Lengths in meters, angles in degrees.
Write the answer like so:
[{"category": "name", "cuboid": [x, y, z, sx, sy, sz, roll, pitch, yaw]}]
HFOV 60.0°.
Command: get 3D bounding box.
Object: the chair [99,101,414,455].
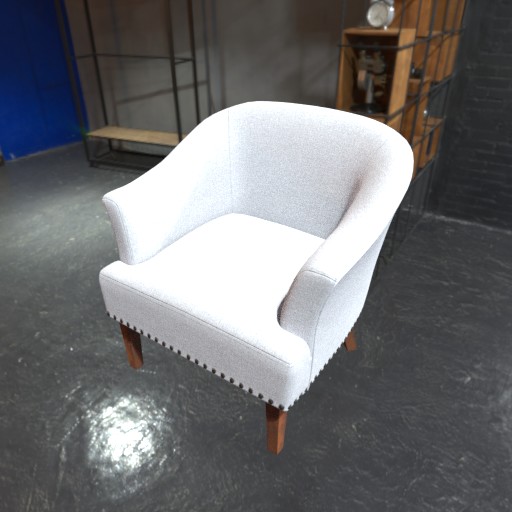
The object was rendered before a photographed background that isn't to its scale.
[{"category": "chair", "cuboid": [0.000, 0.000, 1.419, 0.798, 0.815, 0.704, 19, 36, 30]}]
